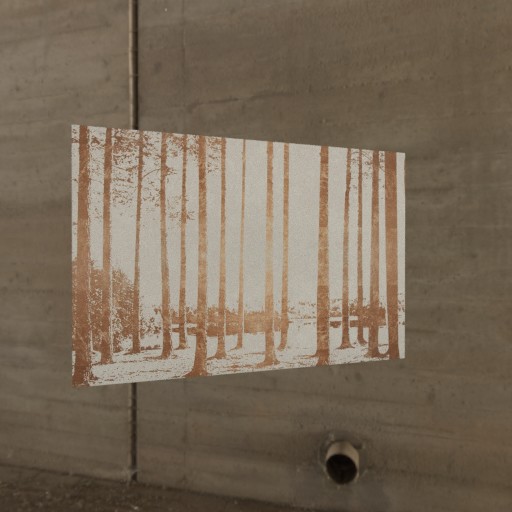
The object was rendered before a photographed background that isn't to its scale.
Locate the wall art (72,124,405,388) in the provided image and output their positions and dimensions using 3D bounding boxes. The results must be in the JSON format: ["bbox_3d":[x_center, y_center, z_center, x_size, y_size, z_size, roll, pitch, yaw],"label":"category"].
[{"bbox_3d":[0.000,0.000,0.795,0.609,0.405,0.035,0,0,-19],"label":"wall art"}]
